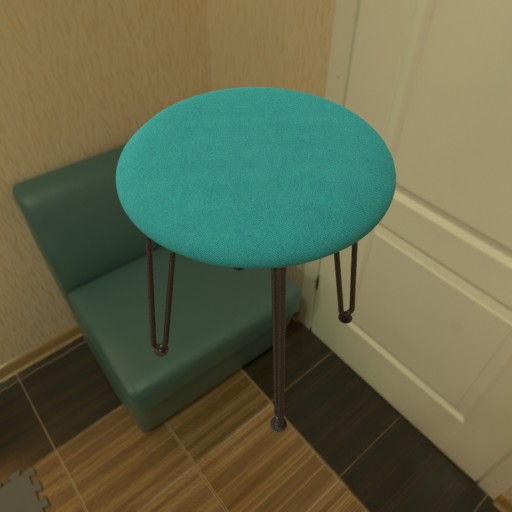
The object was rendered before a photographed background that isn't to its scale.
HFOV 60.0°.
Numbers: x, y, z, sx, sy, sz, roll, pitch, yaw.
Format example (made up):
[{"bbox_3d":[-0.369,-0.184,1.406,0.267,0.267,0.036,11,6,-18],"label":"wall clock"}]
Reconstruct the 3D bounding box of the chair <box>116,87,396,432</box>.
[{"bbox_3d":[0.000,0.000,0.691,0.350,0.430,0.350,16,48,15],"label":"chair"}]
